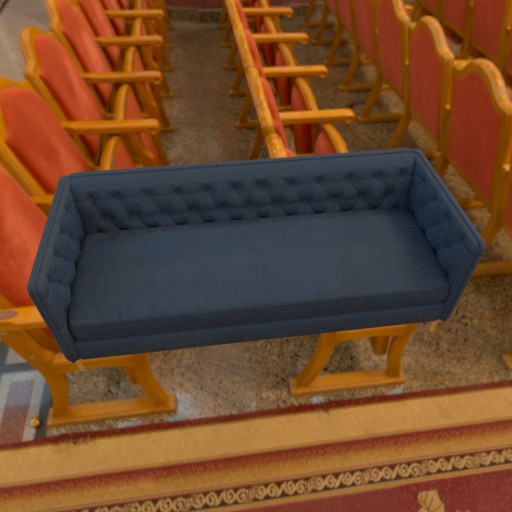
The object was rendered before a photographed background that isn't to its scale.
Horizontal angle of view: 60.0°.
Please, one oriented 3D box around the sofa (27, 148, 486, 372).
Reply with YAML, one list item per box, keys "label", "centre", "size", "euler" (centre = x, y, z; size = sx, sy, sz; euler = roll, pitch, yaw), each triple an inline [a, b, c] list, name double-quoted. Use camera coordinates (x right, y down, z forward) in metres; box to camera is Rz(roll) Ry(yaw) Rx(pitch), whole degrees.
- label: "sofa"
  centre: [0.000, 0.000, 2.609]
  size: [2.209, 0.771, 0.895]
  euler: [-5, 46, -5]
